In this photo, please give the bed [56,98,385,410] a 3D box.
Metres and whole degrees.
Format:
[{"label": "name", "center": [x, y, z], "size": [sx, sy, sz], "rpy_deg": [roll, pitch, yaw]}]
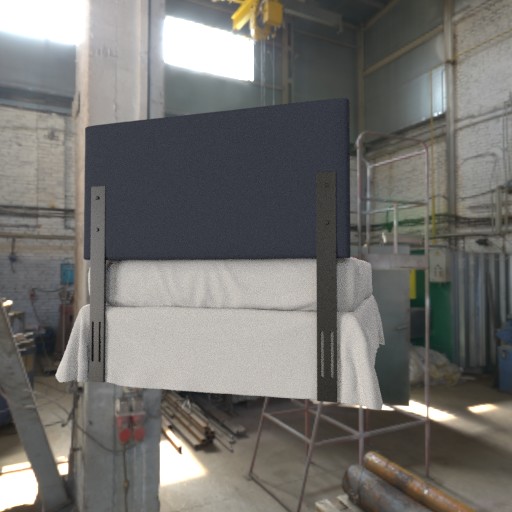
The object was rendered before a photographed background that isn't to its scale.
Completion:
[{"label": "bed", "center": [0.000, 0.000, 3.476], "size": [1.936, 1.577, 2.222], "rpy_deg": [-1, -2, 17]}]
